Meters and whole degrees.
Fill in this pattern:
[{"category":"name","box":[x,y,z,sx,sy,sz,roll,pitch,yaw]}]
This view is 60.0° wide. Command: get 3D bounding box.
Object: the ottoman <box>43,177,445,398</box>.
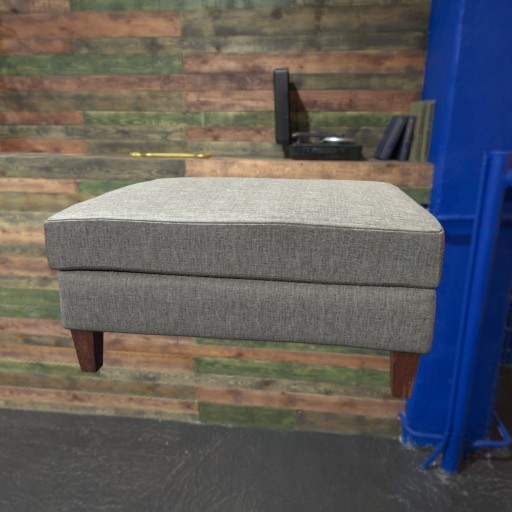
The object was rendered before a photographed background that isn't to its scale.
[{"category":"ottoman","box":[0.000,0.000,1.482,0.994,0.492,0.839,2,17,8]}]
